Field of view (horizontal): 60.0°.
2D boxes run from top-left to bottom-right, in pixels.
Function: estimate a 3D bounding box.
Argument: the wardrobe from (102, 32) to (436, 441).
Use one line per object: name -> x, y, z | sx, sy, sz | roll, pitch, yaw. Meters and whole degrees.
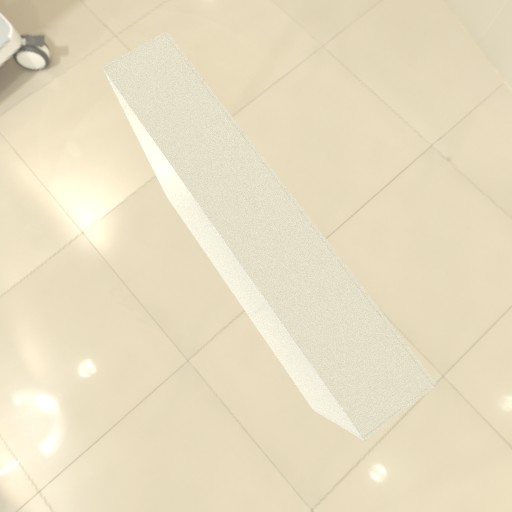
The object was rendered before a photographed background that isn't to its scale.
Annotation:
wardrobe -> 0.000, 0.000, 3.999 | 0.580, 2.360, 3.000 | -34, 77, -9
